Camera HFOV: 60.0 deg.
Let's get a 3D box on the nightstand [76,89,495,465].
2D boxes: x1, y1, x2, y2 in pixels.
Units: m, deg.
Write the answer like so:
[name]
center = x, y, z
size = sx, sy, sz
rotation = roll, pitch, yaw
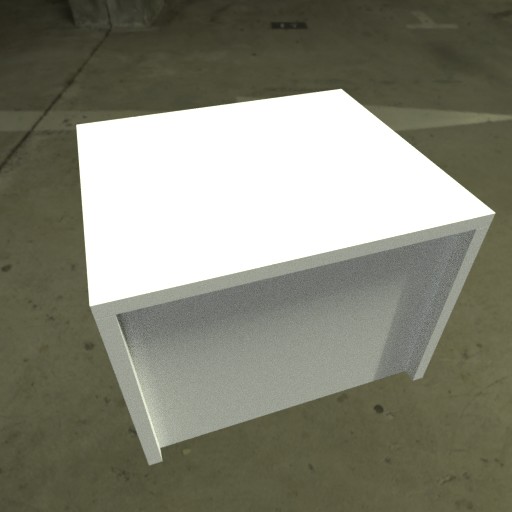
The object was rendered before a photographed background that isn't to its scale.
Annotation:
[nightstand]
center = 0.000, 0.000, 0.737
size = 0.470, 0.351, 0.408
rotation = -13, 43, -14
